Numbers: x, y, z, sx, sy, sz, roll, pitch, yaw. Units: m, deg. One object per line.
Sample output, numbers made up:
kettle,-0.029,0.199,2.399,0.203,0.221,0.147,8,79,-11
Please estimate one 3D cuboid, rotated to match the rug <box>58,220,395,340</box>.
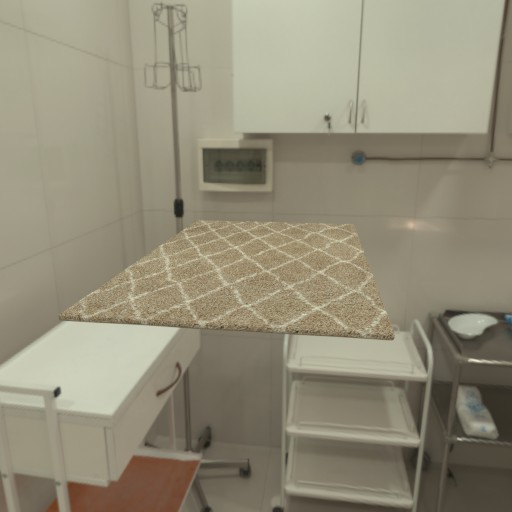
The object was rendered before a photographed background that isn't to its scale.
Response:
rug,0.000,0.000,3.117,1.524,0.030,2.438,2,15,8
